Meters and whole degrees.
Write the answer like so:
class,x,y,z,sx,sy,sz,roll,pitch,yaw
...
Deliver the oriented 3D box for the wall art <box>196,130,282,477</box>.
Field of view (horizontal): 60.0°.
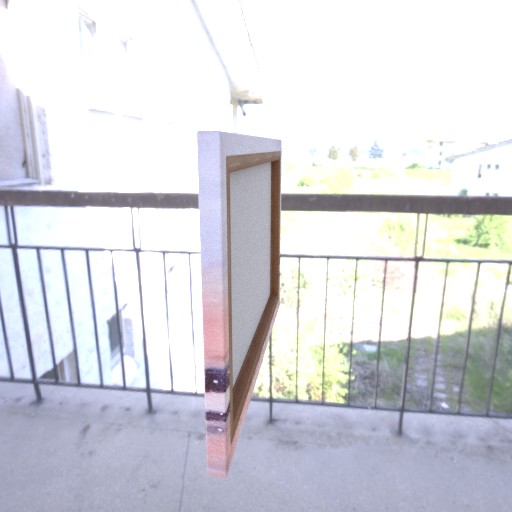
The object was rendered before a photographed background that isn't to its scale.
class,x,y,z,sx,sy,sz,roll,pitch,yaw
wall art,0.000,0.000,1.172,0.038,0.609,0.913,2,14,9
